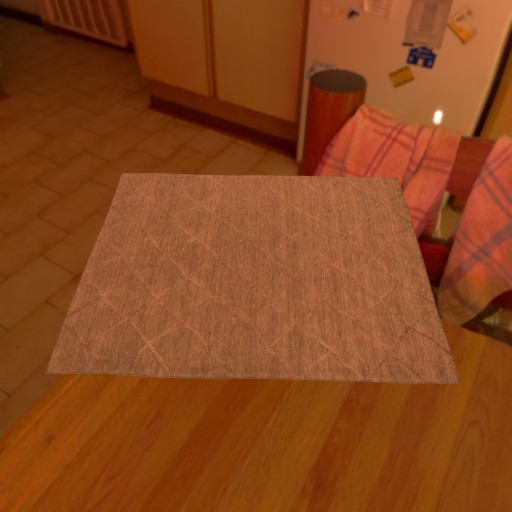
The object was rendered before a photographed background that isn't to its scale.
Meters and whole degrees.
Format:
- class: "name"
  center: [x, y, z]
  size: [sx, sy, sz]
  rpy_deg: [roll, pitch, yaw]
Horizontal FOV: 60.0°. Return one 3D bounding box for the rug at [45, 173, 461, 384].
- class: "rug"
  center: [0.000, 0.000, 4.038]
  size: [3.048, 0.013, 2.438]
  rpy_deg: [1, 47, 1]
